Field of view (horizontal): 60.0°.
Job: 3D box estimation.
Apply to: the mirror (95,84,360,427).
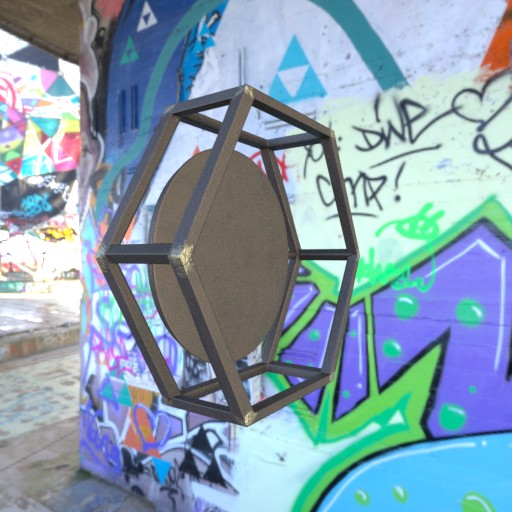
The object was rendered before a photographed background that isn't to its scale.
[{"bbox_3d":[0.000,0.000,0.545,0.119,0.334,0.380,0,0,35],"label":"mirror"}]
